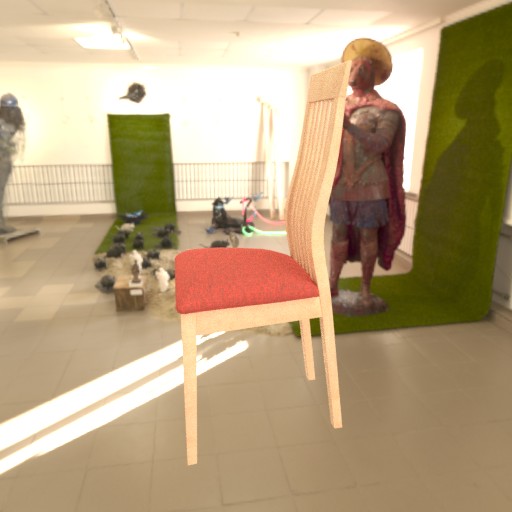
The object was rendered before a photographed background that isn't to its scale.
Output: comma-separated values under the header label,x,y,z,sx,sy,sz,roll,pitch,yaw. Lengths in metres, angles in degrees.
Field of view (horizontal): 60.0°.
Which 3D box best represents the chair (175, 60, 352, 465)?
label,x,y,z,sx,sy,sz,roll,pitch,yaw
chair,0.000,0.000,1.296,0.474,1.027,0.460,-3,17,-10
